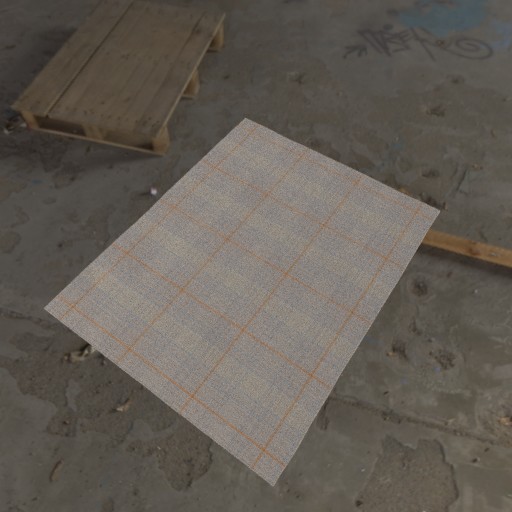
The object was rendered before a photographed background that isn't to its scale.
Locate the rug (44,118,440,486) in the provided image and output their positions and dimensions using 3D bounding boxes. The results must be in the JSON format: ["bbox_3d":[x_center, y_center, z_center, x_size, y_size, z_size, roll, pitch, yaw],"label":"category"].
[{"bbox_3d":[0.000,0.000,4.204,2.448,0.021,3.051,31,62,18],"label":"rug"}]
